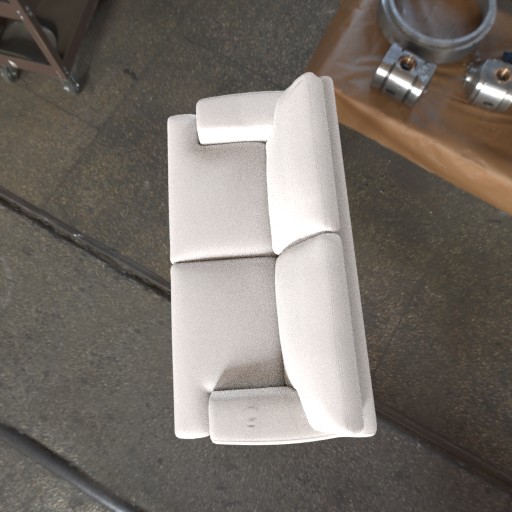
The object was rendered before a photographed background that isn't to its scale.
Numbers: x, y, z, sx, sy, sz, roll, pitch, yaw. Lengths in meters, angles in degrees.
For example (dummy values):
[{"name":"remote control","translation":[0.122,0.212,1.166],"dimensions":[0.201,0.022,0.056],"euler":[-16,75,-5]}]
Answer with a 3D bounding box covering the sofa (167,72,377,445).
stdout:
[{"name":"sofa","translation":[0.000,0.000,2.866],"dimensions":[1.143,0.940,2.261],"euler":[-4,76,-1]}]
